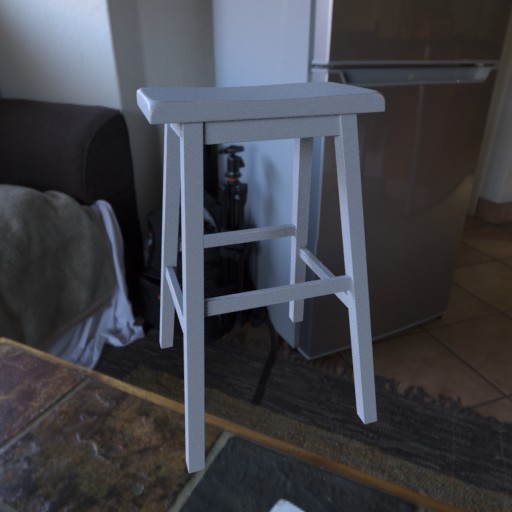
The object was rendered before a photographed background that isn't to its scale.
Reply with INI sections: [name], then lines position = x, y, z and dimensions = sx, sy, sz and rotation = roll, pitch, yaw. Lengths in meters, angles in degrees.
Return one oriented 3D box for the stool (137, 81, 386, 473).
[stool]
position = 0.000, 0.000, 1.043
dimensions = 0.457, 0.737, 0.476
rotation = -8, 28, -16
